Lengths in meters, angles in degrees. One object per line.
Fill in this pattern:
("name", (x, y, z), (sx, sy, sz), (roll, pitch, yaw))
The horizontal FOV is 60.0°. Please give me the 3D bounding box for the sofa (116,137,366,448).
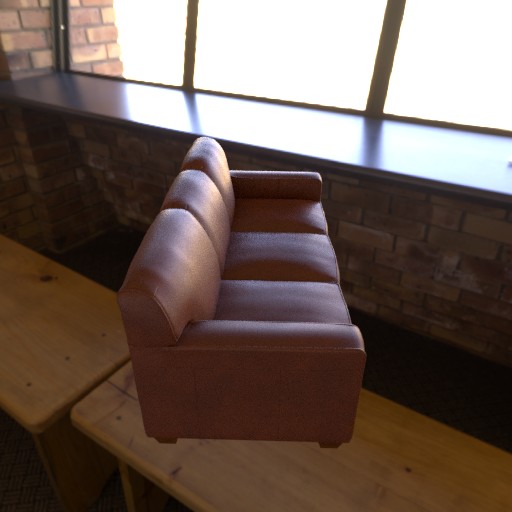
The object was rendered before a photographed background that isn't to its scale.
("sofa", (0.000, 0.000, 2.686), (1.008, 0.953, 2.039), (1, 31, 2))
